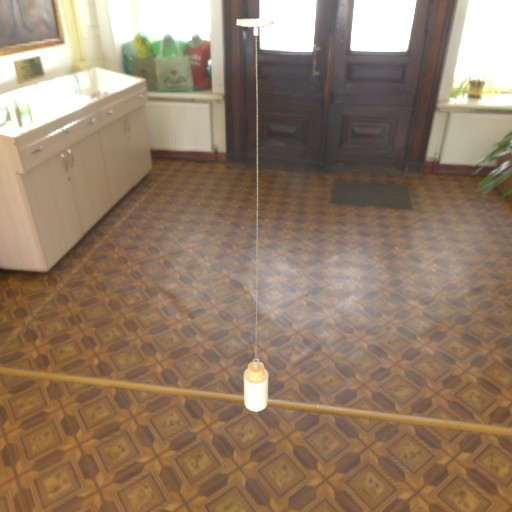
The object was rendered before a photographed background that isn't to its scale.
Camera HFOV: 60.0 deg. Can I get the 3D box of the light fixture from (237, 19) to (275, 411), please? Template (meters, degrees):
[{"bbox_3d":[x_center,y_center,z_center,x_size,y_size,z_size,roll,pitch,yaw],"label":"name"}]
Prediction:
[{"bbox_3d":[0.000,0.000,1.908,0.125,1.798,0.125,-21,36,-31],"label":"light fixture"}]
